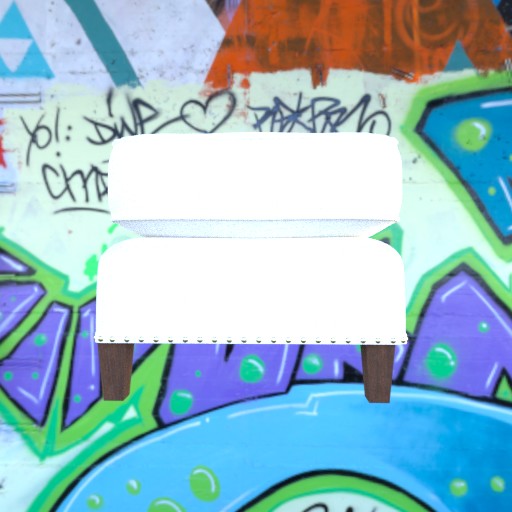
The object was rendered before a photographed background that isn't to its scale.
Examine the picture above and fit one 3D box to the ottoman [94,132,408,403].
[{"bbox_3d":[0.000,0.000,1.164,0.589,0.537,0.738,0,0,1],"label":"ottoman"}]
